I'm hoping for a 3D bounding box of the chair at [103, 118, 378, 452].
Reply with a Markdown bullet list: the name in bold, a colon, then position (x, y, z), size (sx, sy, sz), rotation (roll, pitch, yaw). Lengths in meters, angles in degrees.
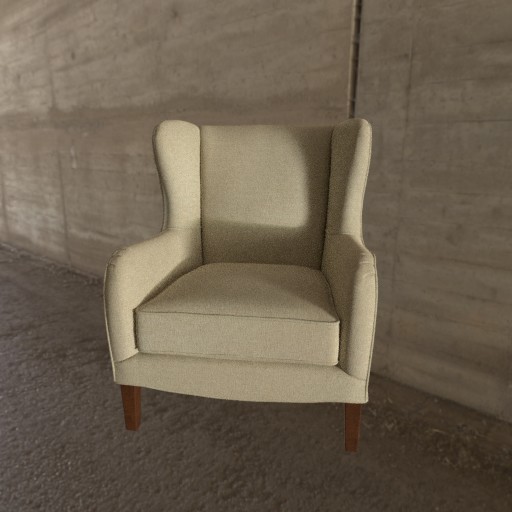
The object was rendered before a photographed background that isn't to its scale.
- **chair**: position (0.000, 0.000, 1.727), size (0.838, 1.040, 0.966), rotation (2, 14, 8)
